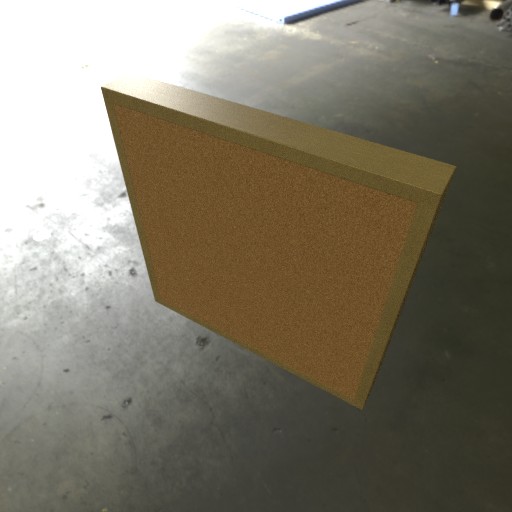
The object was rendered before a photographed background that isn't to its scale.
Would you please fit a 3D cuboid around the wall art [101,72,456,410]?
[{"bbox_3d":[0.000,0.000,0.462,0.305,0.305,0.038,23,50,21],"label":"wall art"}]
